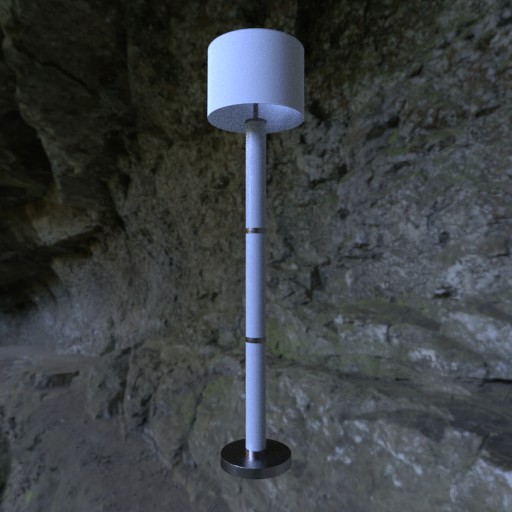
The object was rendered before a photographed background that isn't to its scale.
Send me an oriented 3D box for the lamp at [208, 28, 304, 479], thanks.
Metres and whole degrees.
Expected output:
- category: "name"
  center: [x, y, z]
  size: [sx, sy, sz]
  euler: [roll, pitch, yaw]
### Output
- category: "lamp"
  center: [0.000, 0.000, 1.730]
  size: [0.377, 1.599, 0.377]
  euler: [0, 0, 0]
